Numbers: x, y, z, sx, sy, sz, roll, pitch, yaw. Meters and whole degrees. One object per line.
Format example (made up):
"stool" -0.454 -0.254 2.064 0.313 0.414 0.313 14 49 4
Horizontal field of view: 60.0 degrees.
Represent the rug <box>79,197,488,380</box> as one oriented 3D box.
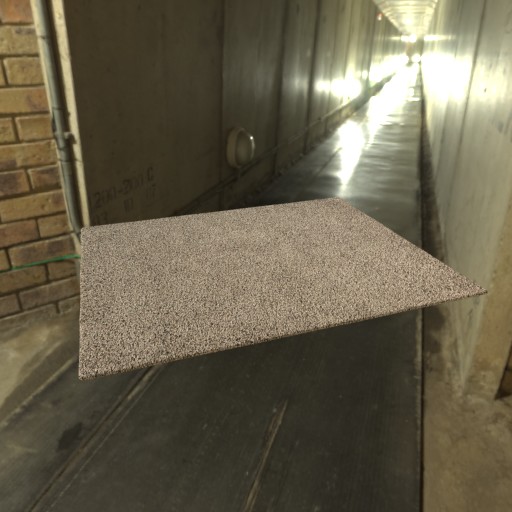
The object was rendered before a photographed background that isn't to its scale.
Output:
"rug" 0.000 0.000 4.075 3.047 0.029 2.438 -9 28 -17
